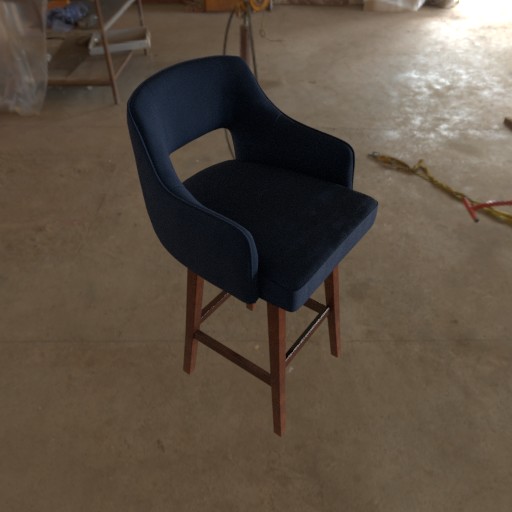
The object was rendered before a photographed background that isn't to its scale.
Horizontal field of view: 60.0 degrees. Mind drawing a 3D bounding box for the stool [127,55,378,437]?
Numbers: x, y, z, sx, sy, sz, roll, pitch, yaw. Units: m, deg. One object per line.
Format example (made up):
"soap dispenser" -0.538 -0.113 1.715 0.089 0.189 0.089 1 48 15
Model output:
"stool" 0.000 0.000 1.374 0.560 1.041 0.550 26 47 26
